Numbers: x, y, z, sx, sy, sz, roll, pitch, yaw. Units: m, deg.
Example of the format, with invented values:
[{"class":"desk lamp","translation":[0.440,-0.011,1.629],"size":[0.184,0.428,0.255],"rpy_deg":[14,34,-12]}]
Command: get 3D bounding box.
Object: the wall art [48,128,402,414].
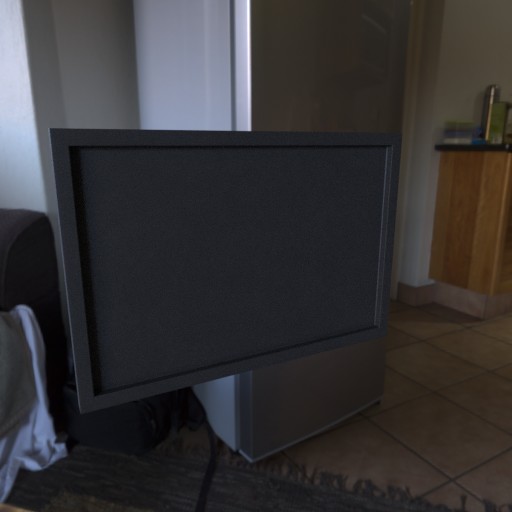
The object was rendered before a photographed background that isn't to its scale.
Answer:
[{"class":"wall art","translation":[0.000,0.000,0.556],"size":[0.443,0.301,0.021],"rpy_deg":[-7,16,-27]}]
